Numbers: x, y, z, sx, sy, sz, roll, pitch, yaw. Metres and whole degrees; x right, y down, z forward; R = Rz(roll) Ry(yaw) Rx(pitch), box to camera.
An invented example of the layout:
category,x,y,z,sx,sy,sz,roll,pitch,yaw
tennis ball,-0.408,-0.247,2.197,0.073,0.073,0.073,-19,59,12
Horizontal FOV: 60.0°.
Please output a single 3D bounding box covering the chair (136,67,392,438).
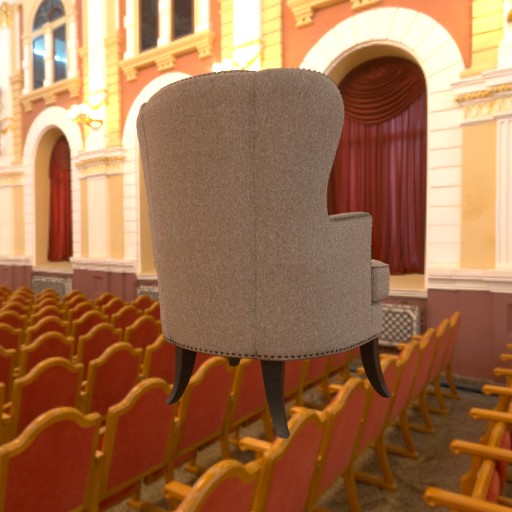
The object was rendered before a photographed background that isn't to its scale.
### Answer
category,x,y,z,sx,sy,sz,roll,pitch,yaw
chair,0.000,0.000,1.595,0.759,1.060,0.758,1,2,35
